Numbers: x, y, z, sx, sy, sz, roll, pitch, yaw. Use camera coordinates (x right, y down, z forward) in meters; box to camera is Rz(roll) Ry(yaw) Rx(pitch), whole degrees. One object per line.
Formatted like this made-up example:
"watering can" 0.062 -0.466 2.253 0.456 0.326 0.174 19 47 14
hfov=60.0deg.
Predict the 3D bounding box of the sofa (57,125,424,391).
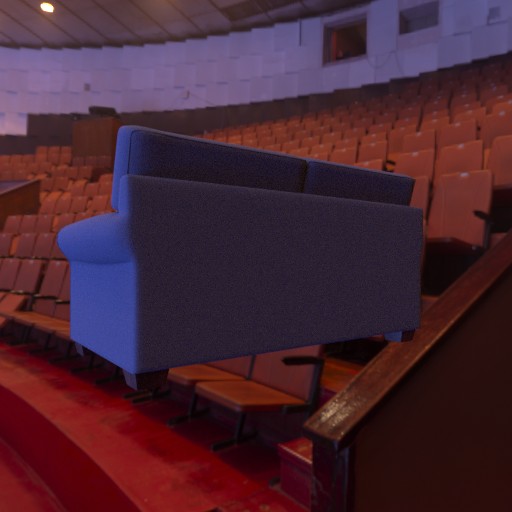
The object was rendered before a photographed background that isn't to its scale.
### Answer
"sofa" 0.000 0.000 2.512 1.930 1.020 0.940 0 0 -36
